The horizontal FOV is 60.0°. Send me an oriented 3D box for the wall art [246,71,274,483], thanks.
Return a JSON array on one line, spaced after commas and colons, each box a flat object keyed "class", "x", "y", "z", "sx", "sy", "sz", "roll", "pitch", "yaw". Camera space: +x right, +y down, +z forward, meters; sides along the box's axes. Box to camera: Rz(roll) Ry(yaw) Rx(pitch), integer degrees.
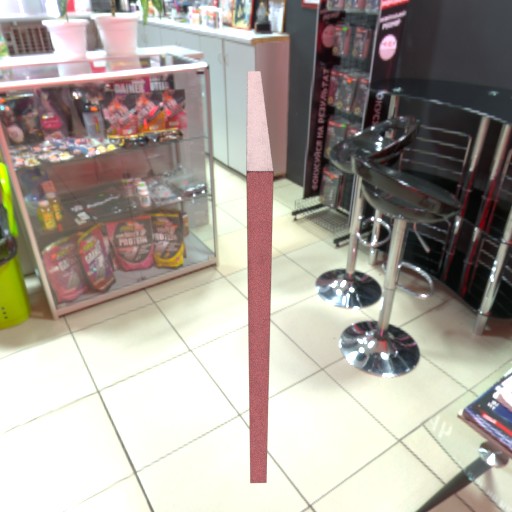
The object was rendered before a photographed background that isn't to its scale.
[{"class": "wall art", "x": 0.000, "y": 0.000, "z": 1.144, "sx": 0.038, "sy": 0.762, "sz": 0.762, "roll": 0, "pitch": 32, "yaw": -1}]
